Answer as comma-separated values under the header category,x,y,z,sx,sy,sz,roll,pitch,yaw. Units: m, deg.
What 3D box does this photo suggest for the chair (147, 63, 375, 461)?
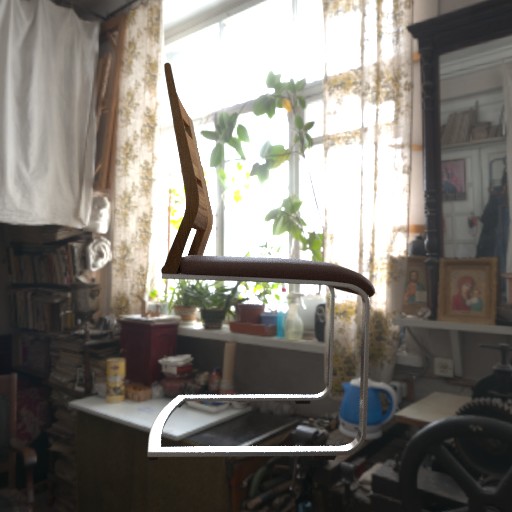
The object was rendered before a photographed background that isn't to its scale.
category,x,y,z,sx,sy,sz,roll,pitch,yaw
chair,0.000,0.000,1.274,0.570,0.970,0.460,0,-1,-1
